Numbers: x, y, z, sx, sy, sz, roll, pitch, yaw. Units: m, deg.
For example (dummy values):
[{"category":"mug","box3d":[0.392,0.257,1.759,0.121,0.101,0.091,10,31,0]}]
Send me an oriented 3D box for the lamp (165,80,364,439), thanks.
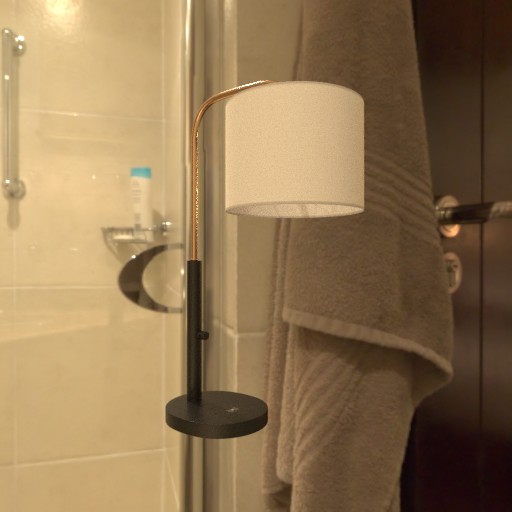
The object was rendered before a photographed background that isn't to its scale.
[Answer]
[{"category":"lamp","box3d":[0.000,0.000,0.689,0.337,0.540,0.199,0,0,37]}]
